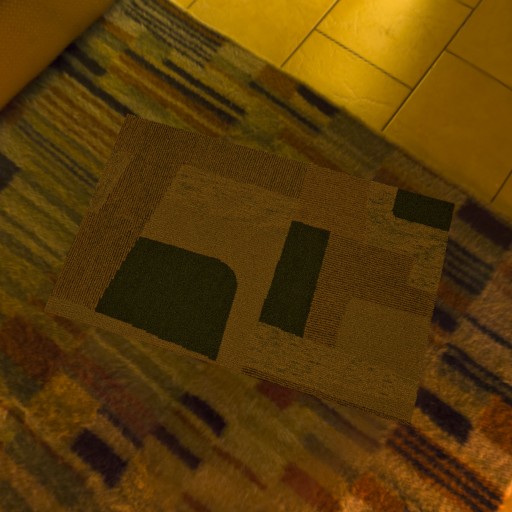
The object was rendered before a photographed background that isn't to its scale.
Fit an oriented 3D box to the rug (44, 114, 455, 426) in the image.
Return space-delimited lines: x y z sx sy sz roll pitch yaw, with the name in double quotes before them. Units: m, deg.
"rug" 0.000 0.000 2.984 2.436 0.015 1.521 16 76 4
